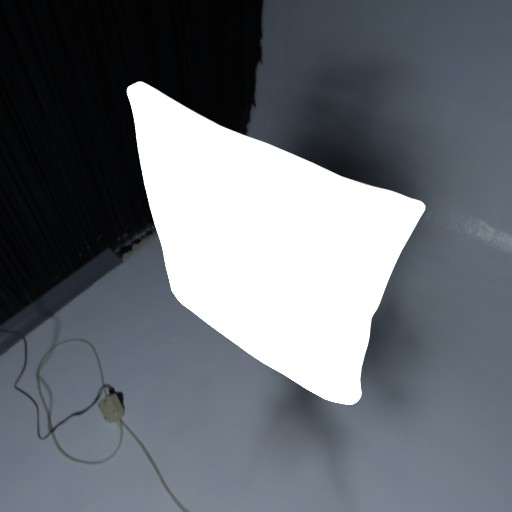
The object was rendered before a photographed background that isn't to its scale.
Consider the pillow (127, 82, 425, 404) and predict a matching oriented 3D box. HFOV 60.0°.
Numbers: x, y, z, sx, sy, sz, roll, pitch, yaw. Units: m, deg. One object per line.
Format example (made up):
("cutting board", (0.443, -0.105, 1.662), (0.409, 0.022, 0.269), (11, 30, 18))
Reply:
("pillow", (0.000, 0.000, 0.779), (0.496, 0.491, 0.219), (30, 53, 26))
